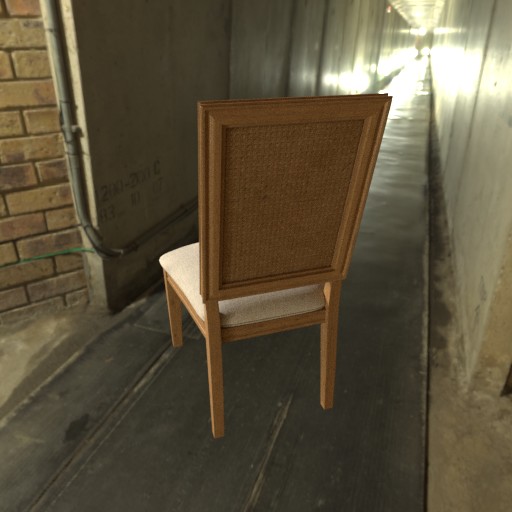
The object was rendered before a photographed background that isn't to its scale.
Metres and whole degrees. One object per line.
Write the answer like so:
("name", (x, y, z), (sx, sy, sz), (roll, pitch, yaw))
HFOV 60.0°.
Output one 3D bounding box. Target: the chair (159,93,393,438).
("chair", (0.000, 0.000, 1.353), (0.536, 0.988, 0.601), (-8, 28, -16))
